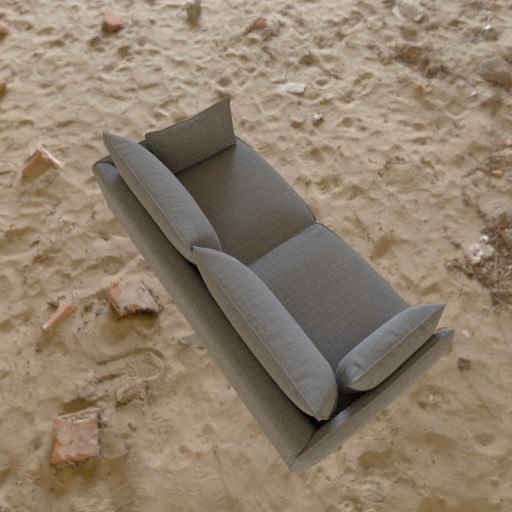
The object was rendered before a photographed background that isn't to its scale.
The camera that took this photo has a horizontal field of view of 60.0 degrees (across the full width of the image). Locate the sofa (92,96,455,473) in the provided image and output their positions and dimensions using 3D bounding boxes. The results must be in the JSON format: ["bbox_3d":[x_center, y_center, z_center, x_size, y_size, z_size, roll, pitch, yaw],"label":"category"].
[{"bbox_3d":[0.000,0.000,2.420,0.972,0.851,1.989,-31,63,-18],"label":"sofa"}]
